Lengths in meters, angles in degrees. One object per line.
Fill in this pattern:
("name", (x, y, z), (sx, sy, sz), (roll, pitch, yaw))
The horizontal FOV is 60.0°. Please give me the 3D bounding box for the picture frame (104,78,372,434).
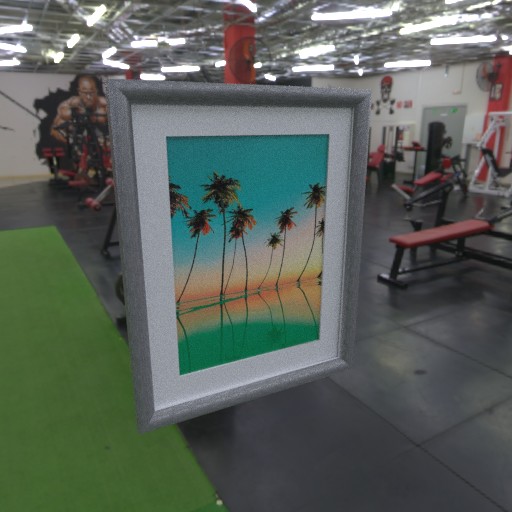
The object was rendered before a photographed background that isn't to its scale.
("picture frame", (0.000, 0.000, 0.776), (0.454, 0.559, 0.029), (-8, 19, -26))
